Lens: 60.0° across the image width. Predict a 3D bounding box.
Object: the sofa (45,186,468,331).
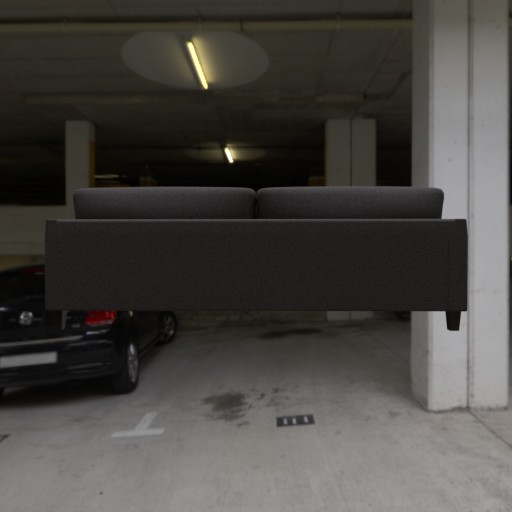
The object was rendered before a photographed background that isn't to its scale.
[{"bbox_3d":[0.000,0.000,2.836,2.312,0.792,0.969,0,0,1],"label":"sofa"}]
